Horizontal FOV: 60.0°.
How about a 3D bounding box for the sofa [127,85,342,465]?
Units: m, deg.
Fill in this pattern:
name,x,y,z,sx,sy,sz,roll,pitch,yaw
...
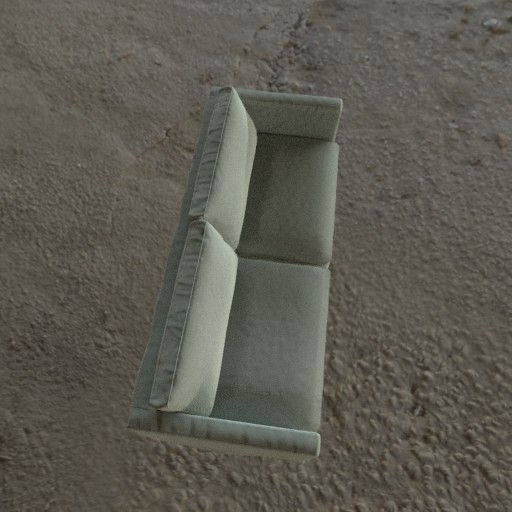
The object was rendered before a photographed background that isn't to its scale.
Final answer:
name,x,y,z,sx,sy,sz,roll,pitch,yaw
sofa,0.000,0.000,2.835,0.962,0.853,2.312,7,64,3
